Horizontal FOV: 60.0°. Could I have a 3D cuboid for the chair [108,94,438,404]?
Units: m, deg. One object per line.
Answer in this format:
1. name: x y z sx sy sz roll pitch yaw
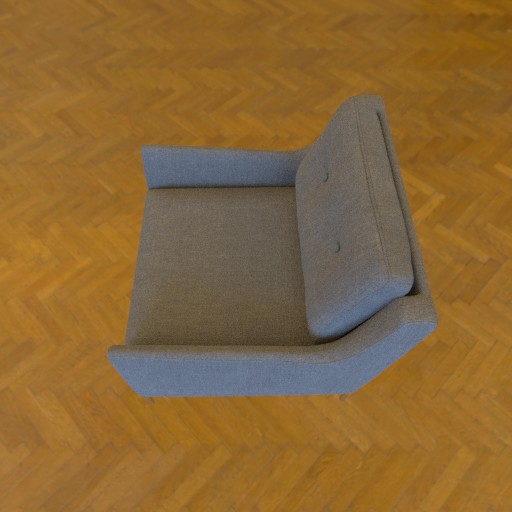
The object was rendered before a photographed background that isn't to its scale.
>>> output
1. chair: 0.000 0.000 1.529 0.849 0.828 0.847 -1 58 0
